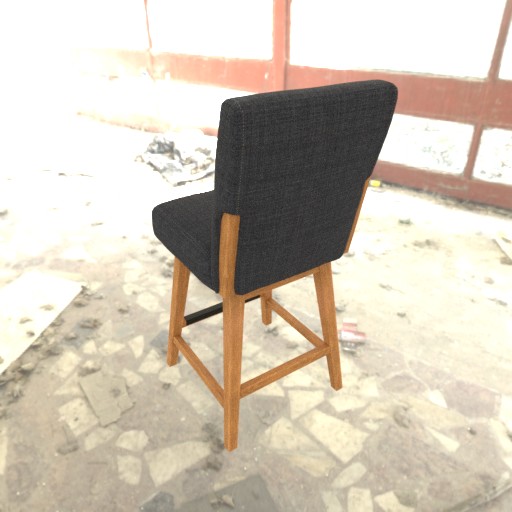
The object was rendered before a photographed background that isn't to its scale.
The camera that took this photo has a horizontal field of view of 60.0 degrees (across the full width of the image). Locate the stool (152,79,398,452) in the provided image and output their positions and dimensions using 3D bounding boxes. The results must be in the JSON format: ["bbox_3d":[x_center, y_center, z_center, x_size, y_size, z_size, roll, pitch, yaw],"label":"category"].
[{"bbox_3d":[0.000,0.000,1.315,0.459,1.010,0.526,-18,35,-29],"label":"stool"}]
